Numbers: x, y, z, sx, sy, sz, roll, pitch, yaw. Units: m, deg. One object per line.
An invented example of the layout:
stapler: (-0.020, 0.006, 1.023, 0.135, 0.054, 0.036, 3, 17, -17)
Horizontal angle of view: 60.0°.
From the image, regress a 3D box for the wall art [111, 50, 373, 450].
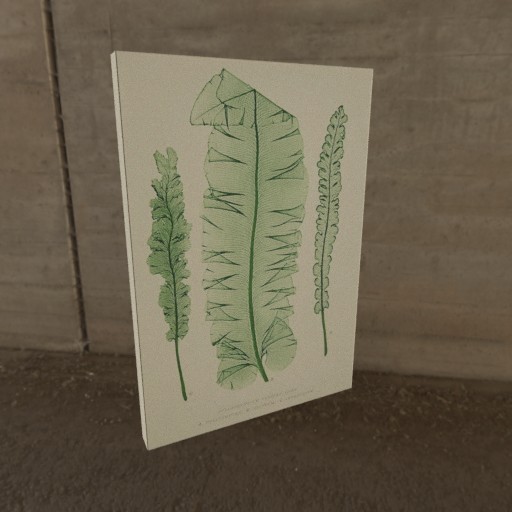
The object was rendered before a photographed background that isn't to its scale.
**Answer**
wall art: (0.000, 0.000, 0.754, 0.418, 0.608, 0.038, -8, 18, -25)
